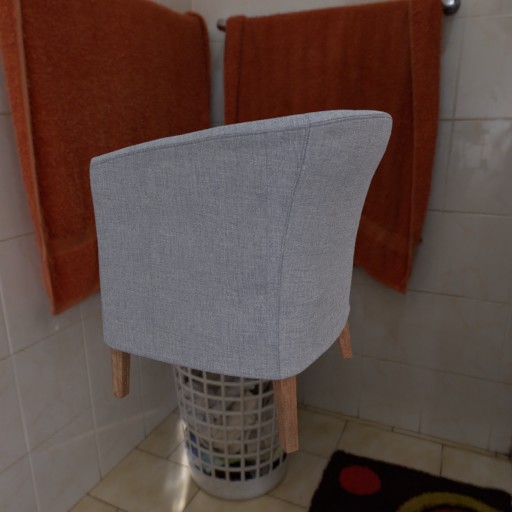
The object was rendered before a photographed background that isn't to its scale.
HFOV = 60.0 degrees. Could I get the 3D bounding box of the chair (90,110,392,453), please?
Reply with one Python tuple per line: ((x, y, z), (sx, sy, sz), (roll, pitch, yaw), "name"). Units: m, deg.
((0.000, 0.000, 1.258), (0.668, 0.771, 0.600), (8, 17, 25), "chair")
